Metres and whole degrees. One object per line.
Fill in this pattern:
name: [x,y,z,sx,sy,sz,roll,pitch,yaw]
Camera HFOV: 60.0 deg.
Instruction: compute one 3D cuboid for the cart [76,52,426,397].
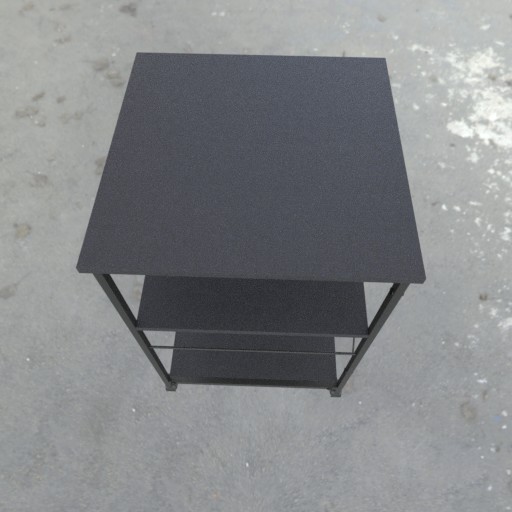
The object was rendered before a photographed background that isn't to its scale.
cart: [0.000,0.000,1.116,0.520,0.762,0.521,2,59,1]
